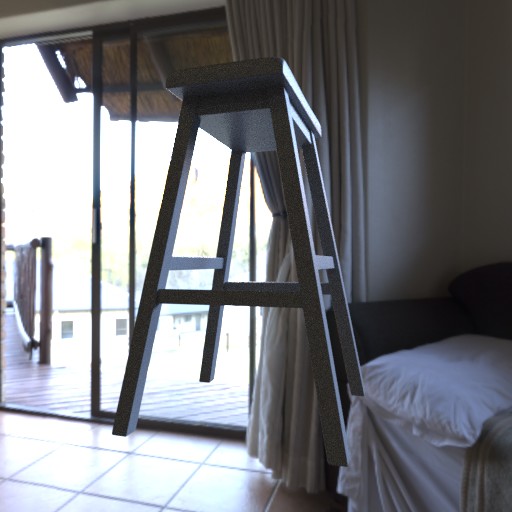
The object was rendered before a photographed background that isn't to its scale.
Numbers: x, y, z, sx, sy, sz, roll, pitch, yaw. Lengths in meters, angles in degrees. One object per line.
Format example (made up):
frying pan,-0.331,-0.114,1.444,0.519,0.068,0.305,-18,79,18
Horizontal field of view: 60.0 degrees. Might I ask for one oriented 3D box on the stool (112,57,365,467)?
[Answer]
stool,0.000,0.000,1.058,0.476,0.737,0.457,0,-1,17
